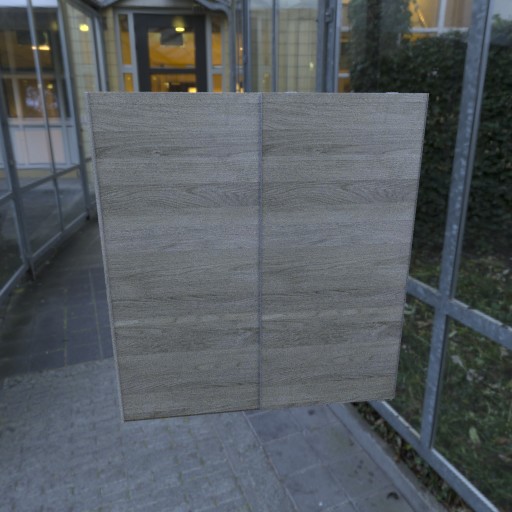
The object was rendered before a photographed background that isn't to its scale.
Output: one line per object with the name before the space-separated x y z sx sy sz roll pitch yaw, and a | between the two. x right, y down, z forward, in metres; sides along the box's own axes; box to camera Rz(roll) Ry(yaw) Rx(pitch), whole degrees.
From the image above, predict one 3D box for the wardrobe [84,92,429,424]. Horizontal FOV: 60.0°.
wardrobe | 0.000 0.000 2.849 1.780 1.960 0.629 -2 18 -8
